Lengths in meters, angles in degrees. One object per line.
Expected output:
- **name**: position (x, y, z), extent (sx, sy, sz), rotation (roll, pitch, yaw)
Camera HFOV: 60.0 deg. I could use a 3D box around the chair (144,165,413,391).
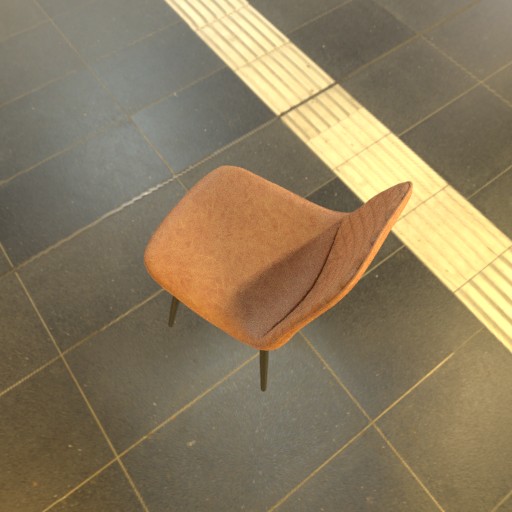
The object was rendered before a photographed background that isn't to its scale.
- **chair**: position (0.000, 0.000, 1.228), extent (0.561, 0.889, 0.472), rotation (31, 69, 14)
